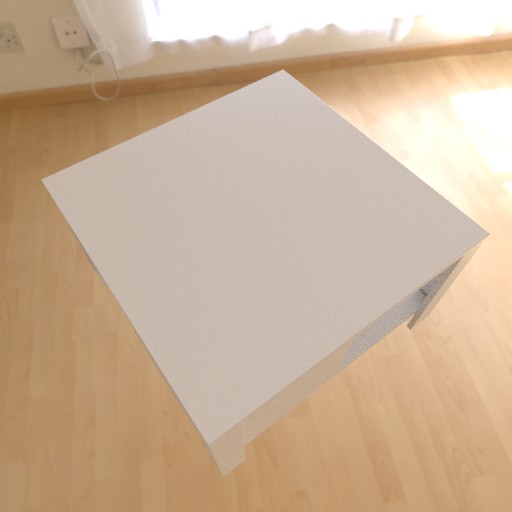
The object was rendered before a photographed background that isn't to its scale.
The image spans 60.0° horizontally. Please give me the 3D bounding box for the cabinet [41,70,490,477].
[{"bbox_3d":[0.000,0.000,1.296,0.800,0.460,0.800,-32,62,-19],"label":"cabinet"}]
